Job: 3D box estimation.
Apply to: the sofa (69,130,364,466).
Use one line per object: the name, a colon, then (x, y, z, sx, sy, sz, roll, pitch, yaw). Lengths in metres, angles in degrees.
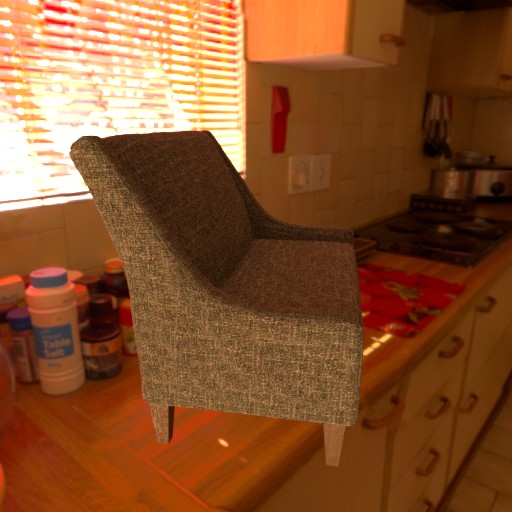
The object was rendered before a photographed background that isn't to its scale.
sofa: (0.000, 0.000, 1.883, 0.870, 1.021, 1.242, 3, 17, 10)
